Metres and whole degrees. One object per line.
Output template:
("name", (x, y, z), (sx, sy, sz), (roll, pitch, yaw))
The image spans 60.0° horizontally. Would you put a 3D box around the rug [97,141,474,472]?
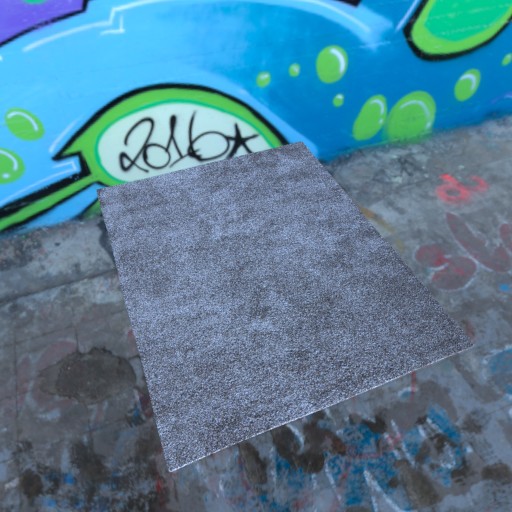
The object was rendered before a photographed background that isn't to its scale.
("rug", (0.000, 0.000, 4.024), (2.401, 0.025, 3.000), (-17, 50, -15))
